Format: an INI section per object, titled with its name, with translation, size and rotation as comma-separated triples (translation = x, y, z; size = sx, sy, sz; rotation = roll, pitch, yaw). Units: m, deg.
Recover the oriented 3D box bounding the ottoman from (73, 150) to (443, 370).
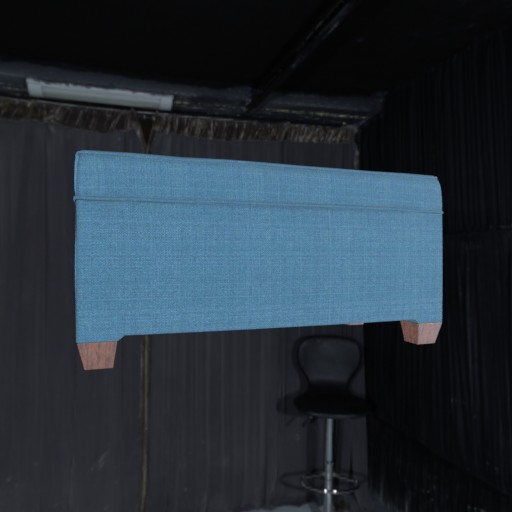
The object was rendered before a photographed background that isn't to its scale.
[ottoman]
translation = 0.000, 0.000, 1.250
size = 0.943, 0.474, 0.474
rotation = 0, 0, -19
